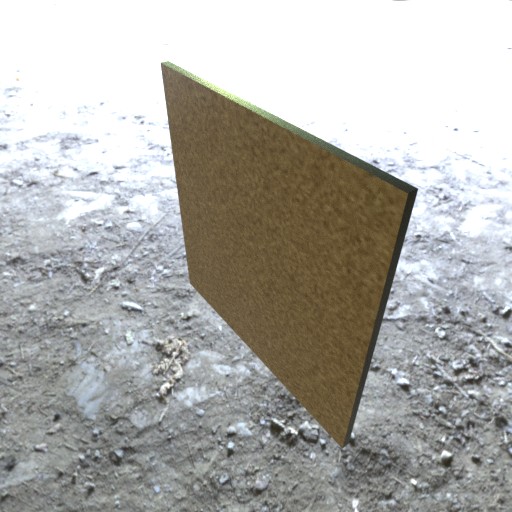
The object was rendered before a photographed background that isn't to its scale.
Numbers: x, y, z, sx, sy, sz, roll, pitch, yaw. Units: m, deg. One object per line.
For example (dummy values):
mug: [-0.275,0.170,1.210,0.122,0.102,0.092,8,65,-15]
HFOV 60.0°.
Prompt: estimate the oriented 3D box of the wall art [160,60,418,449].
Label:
wall art: [0.000,0.000,0.656,0.014,0.445,0.446,-26,47,-27]
